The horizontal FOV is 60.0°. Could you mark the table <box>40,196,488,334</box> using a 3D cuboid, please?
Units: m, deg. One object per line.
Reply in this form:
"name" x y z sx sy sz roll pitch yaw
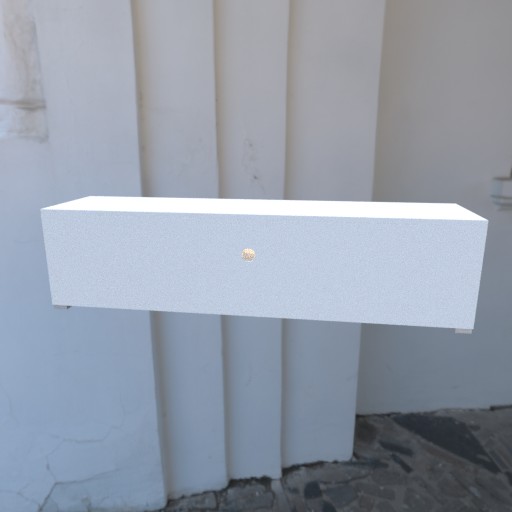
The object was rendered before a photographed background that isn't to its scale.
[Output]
"table" 0.000 0.000 1.859 1.650 0.420 0.390 2 15 8
